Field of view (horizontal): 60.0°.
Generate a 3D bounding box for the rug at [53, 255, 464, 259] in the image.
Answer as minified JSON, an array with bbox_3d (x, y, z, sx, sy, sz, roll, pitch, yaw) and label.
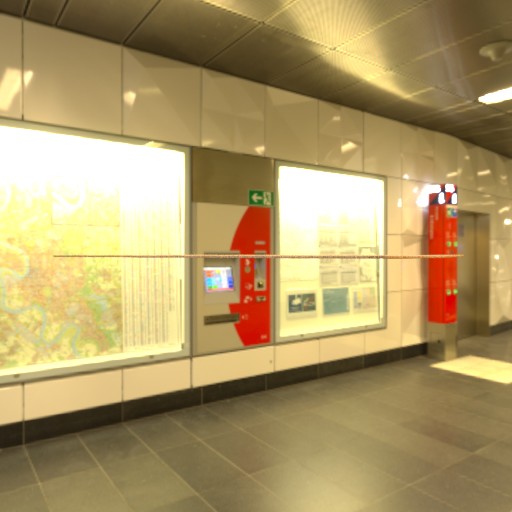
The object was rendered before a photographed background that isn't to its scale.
[{"bbox_3d":[0.000,0.000,2.384,1.840,0.013,1.225,0,0,35],"label":"rug"}]
